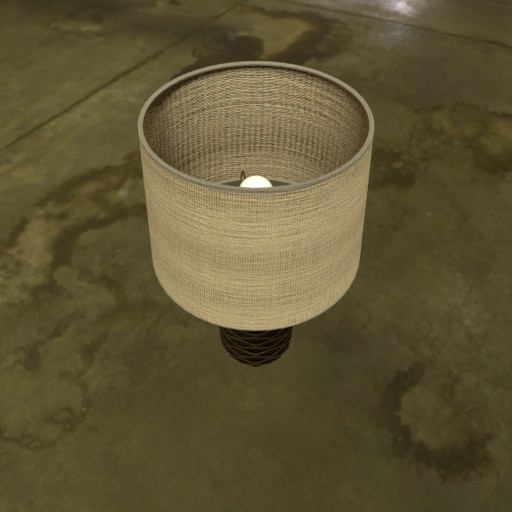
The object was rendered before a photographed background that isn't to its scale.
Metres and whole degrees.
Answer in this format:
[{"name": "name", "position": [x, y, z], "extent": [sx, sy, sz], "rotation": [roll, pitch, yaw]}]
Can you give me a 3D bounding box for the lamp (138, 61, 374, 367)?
[{"name": "lamp", "position": [0.000, 0.000, 0.839], "extent": [0.376, 0.594, 0.376], "rotation": [0, 48, 0]}]
